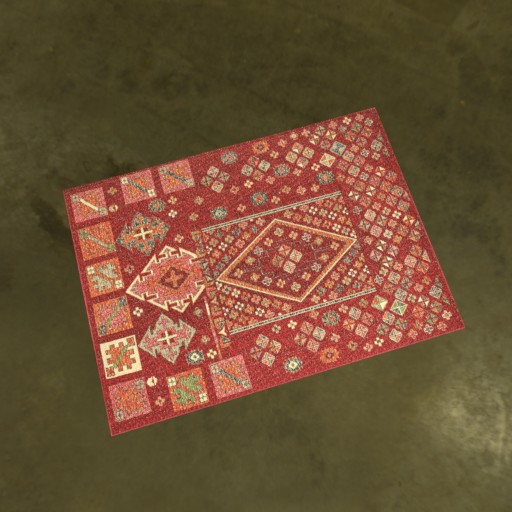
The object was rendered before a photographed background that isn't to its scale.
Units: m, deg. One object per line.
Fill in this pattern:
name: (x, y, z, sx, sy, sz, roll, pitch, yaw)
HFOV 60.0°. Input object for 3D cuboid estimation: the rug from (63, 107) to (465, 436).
rug: (0.000, 0.000, 2.802, 2.184, 0.007, 1.579, -16, 76, -4)
